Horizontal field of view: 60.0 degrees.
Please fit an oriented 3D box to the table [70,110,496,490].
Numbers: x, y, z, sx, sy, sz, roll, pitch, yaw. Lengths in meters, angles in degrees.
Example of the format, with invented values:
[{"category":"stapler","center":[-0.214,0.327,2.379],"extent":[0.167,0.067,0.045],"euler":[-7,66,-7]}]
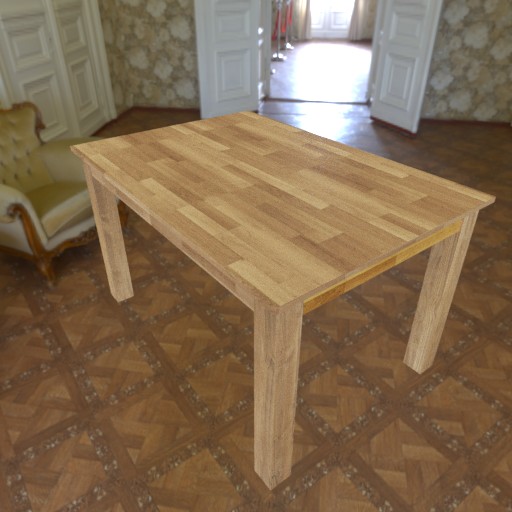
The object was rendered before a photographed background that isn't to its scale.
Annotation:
[{"category":"table","center":[0.000,0.000,1.796],"extent":[0.900,0.750,1.300],"euler":[-23,39,-31]}]
